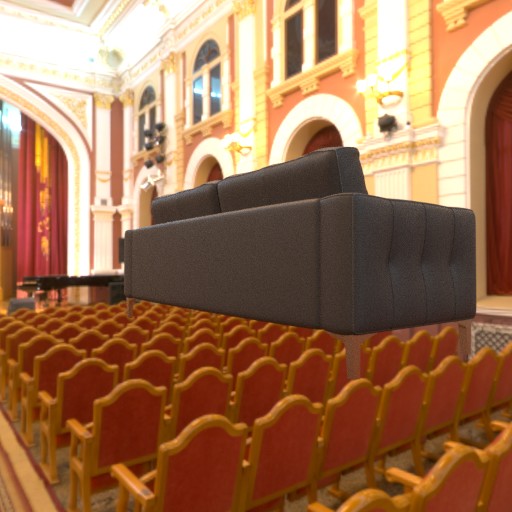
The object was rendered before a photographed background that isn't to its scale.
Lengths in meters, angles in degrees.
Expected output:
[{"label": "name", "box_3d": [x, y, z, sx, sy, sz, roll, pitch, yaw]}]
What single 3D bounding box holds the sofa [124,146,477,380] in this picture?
[{"label": "sofa", "box_3d": [0.000, 0.000, 2.643, 0.833, 0.893, 2.275, 1, -1, -36]}]
